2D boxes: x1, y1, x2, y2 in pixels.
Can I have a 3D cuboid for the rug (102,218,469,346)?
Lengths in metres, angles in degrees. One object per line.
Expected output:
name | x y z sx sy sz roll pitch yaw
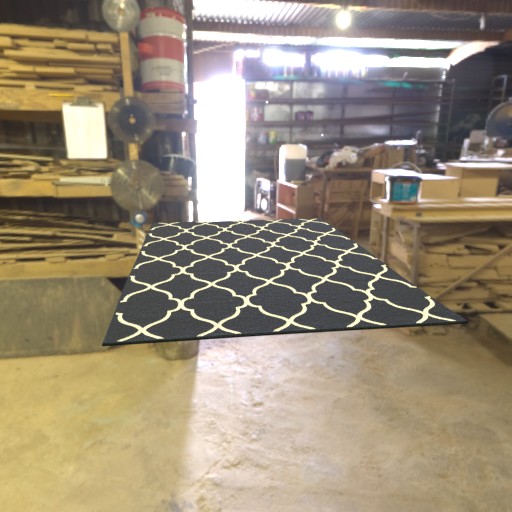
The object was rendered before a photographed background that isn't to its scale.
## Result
rug | 0.000 0.000 2.884 1.528 0.014 2.294 -2 16 -8
